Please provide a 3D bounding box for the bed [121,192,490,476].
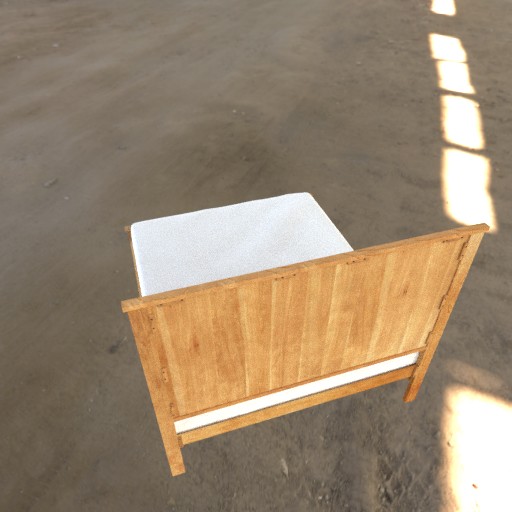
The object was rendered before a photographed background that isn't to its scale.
[{"bbox_3d":[0.000,0.000,4.022,2.225,1.938,2.530,-12,42,-14],"label":"bed"}]
